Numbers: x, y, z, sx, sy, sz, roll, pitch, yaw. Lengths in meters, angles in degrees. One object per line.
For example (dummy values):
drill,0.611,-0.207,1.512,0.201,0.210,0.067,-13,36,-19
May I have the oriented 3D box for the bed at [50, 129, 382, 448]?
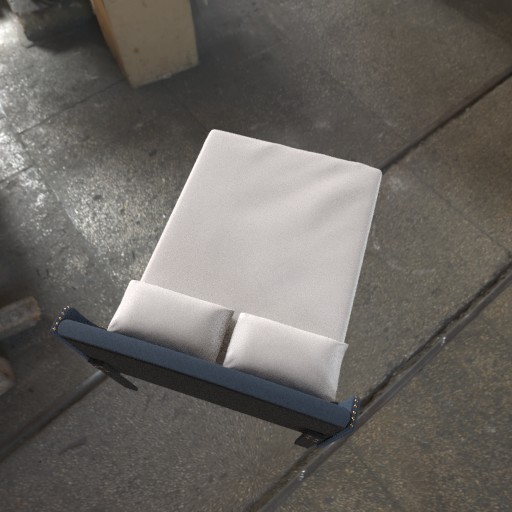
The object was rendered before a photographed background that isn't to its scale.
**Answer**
bed,0.000,0.000,3.338,1.710,1.407,2.237,16,65,8
